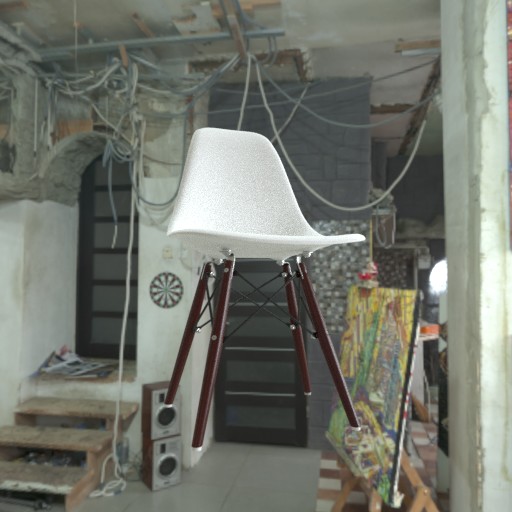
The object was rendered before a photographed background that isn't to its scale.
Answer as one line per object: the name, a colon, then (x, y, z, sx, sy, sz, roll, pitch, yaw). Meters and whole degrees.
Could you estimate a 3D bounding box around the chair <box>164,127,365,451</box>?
chair: (0.000, 0.000, 1.165, 0.470, 0.826, 0.533, 1, -2, -19)
